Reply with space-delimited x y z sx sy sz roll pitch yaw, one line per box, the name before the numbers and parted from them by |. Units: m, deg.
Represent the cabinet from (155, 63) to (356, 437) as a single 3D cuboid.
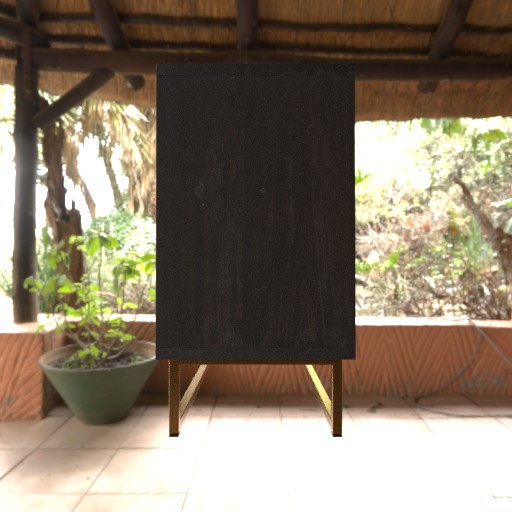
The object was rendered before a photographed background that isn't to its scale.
cabinet | 0.000 0.000 1.473 0.451 0.860 0.950 0 -1 0
